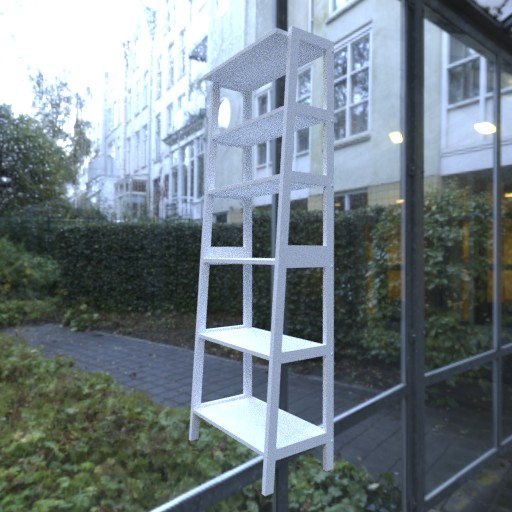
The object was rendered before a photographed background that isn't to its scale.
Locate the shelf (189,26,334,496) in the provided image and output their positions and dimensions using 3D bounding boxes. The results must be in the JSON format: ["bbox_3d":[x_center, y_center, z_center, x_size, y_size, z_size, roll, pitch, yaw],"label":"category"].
[{"bbox_3d":[0.000,0.000,2.119,0.381,1.892,0.660,0,1,-36],"label":"shelf"}]
